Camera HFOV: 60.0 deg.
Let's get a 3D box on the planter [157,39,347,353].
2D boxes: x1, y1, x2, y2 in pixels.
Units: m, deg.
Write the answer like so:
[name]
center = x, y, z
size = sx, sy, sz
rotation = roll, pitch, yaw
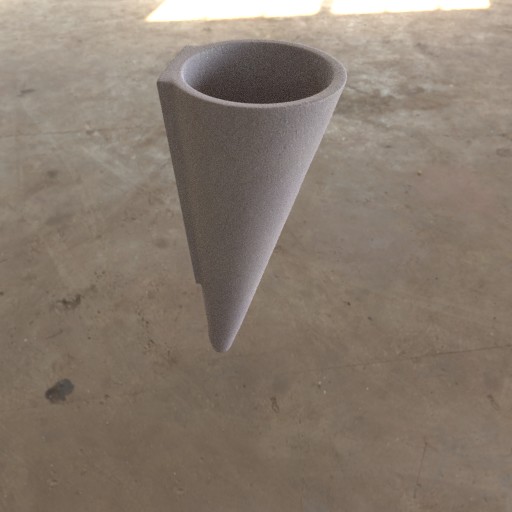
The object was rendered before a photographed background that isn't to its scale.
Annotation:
[planter]
center = 0.000, 0.000, 0.306
size = 0.087, 0.259, 0.078
rotation = 9, 47, 8
